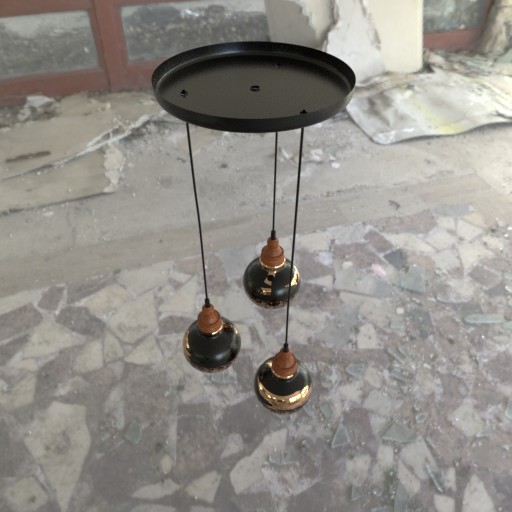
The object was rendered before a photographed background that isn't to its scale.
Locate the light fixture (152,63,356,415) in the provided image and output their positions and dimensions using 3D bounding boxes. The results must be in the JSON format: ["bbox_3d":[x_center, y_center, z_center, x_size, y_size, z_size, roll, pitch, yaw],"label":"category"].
[{"bbox_3d":[0.000,0.000,1.717,0.608,1.410,0.605,12,44,13],"label":"light fixture"}]
